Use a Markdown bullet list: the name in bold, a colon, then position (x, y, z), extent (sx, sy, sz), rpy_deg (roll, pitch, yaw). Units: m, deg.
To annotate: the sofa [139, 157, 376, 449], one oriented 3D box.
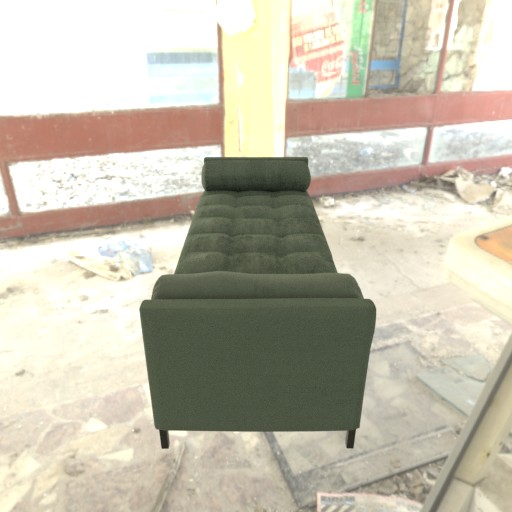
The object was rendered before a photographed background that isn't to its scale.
- **sofa**: position (0.000, 0.000, 2.501), extent (0.817, 0.681, 2.130), rpy_deg (0, 26, 0)
